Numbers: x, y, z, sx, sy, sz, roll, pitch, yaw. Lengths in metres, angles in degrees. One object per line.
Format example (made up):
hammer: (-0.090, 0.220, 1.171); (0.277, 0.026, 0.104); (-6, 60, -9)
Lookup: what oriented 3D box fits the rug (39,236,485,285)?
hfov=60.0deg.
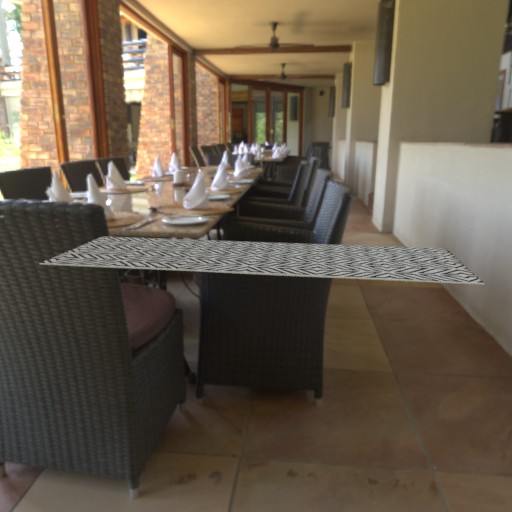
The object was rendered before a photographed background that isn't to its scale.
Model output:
rug: (0.000, 0.000, 2.750); (2.435, 0.009, 0.750); (2, 15, 9)
